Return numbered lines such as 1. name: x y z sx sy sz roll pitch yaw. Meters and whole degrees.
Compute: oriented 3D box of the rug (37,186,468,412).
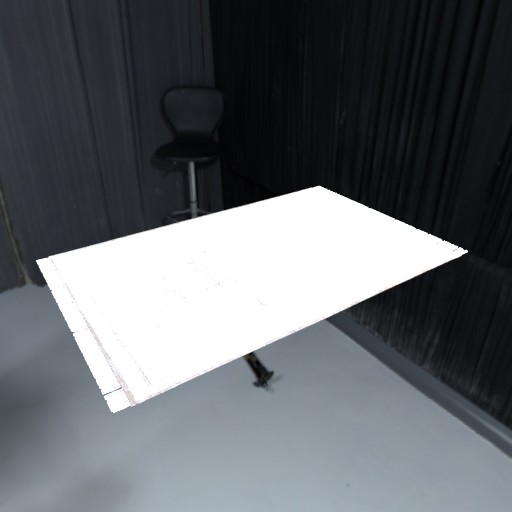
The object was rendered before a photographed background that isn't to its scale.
1. rug: 0.000 0.000 2.945 2.440 0.010 1.528 -18 34 -29
